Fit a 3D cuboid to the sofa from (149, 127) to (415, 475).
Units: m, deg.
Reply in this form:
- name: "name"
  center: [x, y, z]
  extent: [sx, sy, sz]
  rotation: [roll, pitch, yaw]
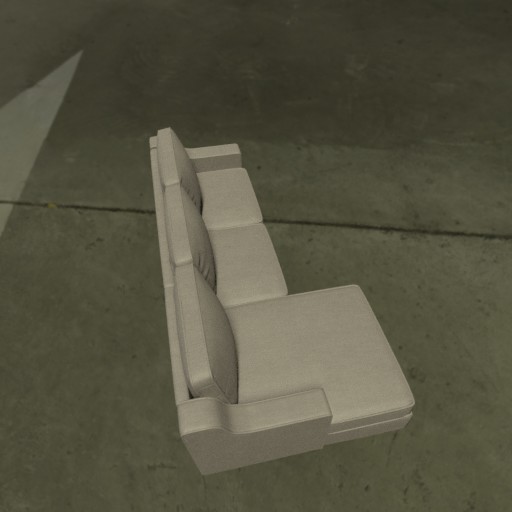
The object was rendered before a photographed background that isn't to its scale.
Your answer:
- name: "sofa"
  center: [0.000, 0.000, 3.171]
  extent: [1.294, 0.928, 2.561]
  rotation: [-9, 47, -9]
